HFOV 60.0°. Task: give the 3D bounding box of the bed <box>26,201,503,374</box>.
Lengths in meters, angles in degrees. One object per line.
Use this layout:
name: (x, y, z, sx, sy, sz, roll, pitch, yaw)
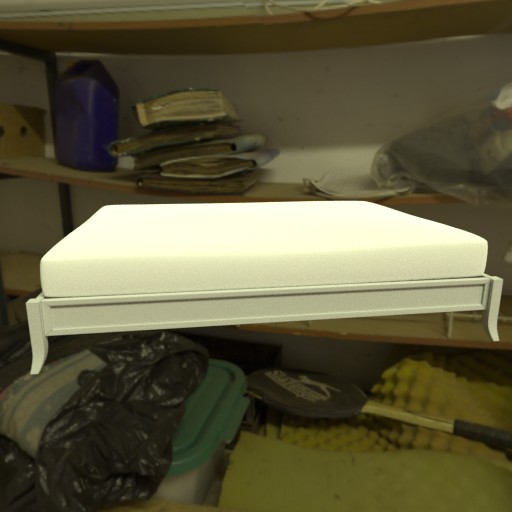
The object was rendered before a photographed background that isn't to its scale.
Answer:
bed: (0.000, 0.000, 2.665, 2.108, 0.510, 1.604, -2, 15, -8)
